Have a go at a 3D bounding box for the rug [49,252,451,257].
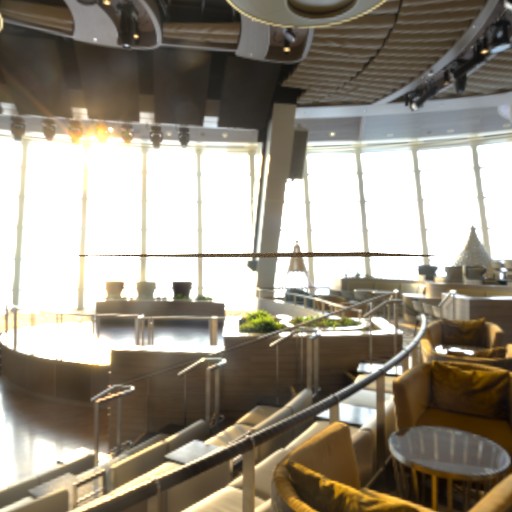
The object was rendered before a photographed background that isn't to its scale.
[{"bbox_3d":[0.000,0.000,4.273,3.048,0.010,2.439,0,-1,34],"label":"rug"}]
